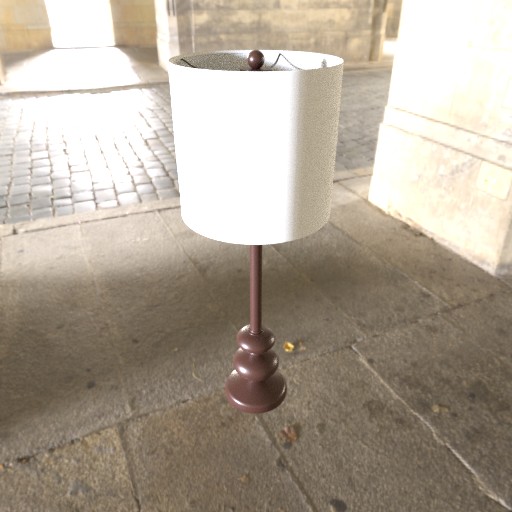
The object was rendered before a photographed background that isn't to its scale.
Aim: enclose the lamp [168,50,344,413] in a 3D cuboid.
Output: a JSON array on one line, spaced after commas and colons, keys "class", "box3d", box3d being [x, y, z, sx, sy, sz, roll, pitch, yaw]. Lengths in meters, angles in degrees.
[{"class": "lamp", "box3d": [0.000, 0.000, 0.814, 0.254, 0.690, 0.254, 10, 32, 17]}]
